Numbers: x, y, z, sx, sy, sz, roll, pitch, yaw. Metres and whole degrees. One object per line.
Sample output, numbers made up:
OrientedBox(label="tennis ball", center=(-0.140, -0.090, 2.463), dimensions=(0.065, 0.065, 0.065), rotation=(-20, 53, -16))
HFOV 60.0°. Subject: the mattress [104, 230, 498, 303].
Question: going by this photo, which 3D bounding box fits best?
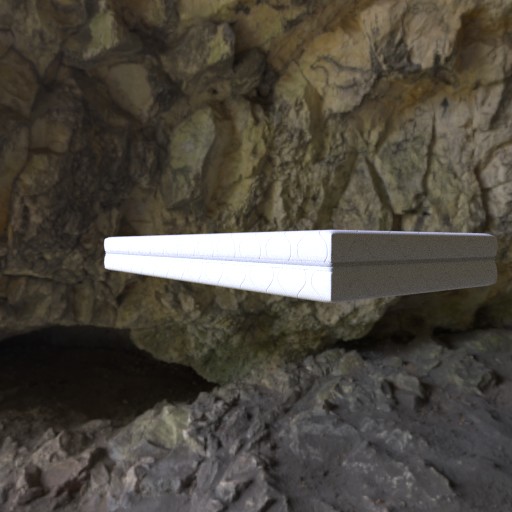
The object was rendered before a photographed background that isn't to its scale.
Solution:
OrientedBox(label="mattress", center=(0.000, 0.000, 2.189), dimensions=(0.900, 0.200, 1.900), rotation=(-1, 2, -36))
